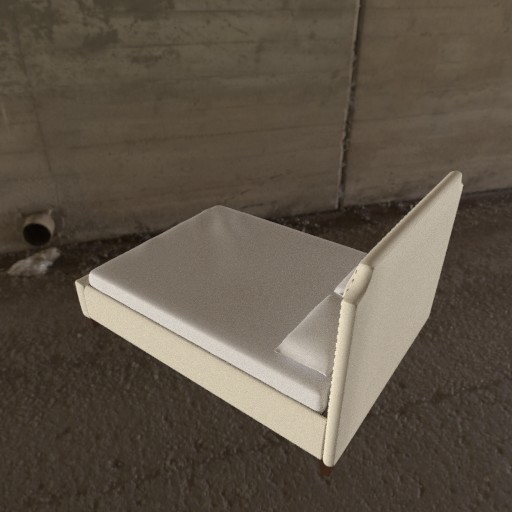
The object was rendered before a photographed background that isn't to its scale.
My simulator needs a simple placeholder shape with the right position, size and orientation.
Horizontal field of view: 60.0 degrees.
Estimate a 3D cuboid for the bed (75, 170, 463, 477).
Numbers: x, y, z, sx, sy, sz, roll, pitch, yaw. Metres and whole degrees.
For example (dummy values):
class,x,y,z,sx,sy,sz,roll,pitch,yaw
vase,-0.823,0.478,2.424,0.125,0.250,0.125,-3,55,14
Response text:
class,x,y,z,sx,sy,sz,roll,pitch,yaw
bed,0.000,0.000,3.369,2.372,1.443,1.712,21,37,30
